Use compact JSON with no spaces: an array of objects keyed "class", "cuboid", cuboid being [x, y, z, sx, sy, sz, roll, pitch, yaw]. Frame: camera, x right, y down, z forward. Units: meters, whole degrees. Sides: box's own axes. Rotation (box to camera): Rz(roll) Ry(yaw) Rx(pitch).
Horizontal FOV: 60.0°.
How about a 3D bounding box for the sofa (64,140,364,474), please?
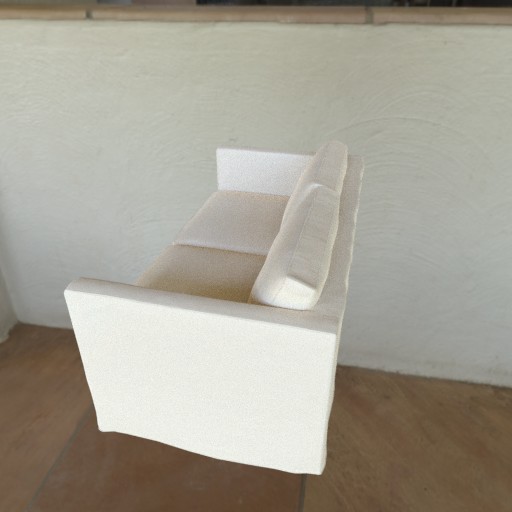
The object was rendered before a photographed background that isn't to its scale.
[{"class":"sofa","cuboid":[0.000,0.000,2.268,0.962,0.834,1.746,8,32,12]}]
